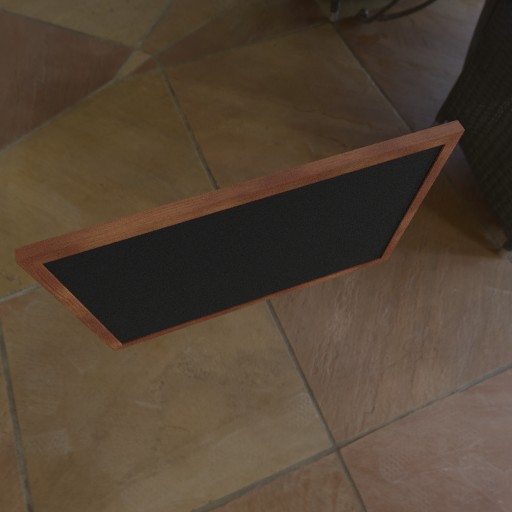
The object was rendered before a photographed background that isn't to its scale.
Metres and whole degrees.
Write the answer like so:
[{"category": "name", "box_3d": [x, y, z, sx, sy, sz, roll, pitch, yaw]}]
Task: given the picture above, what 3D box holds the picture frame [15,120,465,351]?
[{"category": "picture frame", "box_3d": [0.000, 0.000, 1.180, 0.950, 0.640, 0.029, -18, 65, -9]}]
